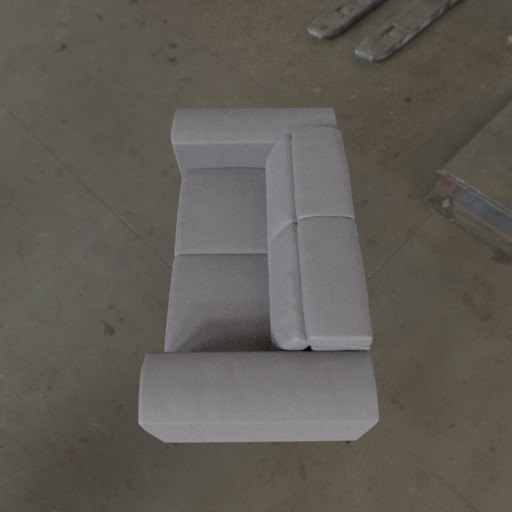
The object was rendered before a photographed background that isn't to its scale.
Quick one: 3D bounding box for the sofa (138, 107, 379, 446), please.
[{"bbox_3d":[0.000,0.000,2.468,1.003,0.779,1.895,0,59,0],"label":"sofa"}]
